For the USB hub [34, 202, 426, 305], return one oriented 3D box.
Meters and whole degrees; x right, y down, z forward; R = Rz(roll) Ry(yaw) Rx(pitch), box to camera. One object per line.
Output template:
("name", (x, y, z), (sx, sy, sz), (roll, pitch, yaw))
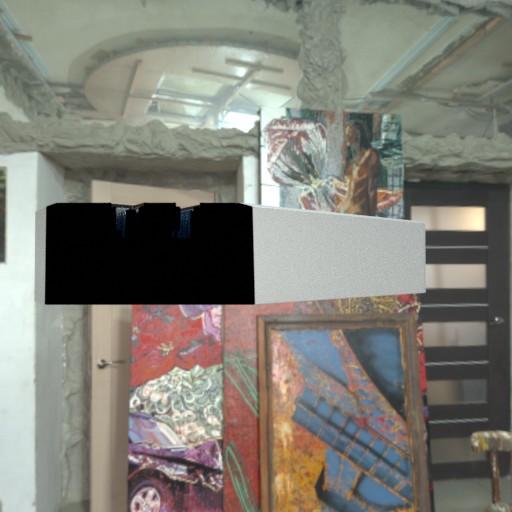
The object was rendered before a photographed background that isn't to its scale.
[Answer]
("USB hub", (0.000, 0.000, 0.128), (0.110, 0.023, 0.044), (1, -1, -37))
